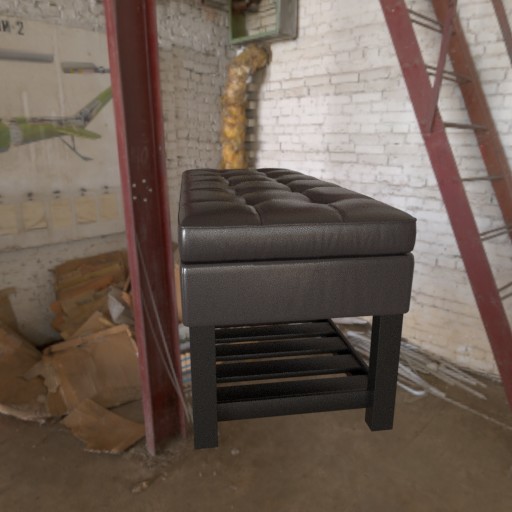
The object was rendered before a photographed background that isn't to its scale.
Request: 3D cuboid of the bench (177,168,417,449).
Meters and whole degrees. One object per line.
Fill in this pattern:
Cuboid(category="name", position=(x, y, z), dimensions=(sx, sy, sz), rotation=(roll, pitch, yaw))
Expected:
Cuboid(category="bench", position=(0.000, 0.000, 1.330), dimensions=(0.432, 0.460, 1.105), rotation=(-2, 16, -8))
